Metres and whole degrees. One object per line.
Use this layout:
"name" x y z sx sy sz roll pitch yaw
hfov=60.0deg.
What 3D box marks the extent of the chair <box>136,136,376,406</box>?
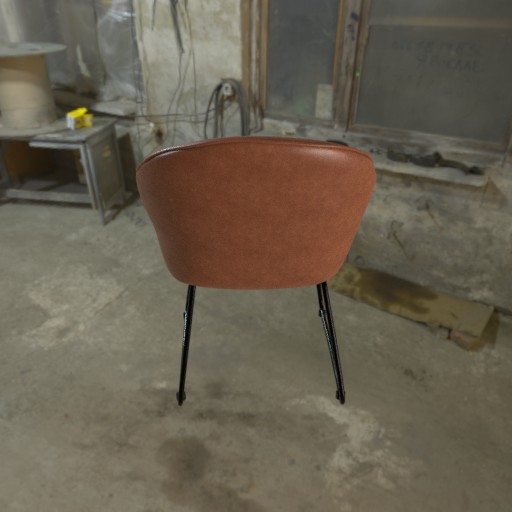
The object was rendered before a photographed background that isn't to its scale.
"chair" 0.000 0.000 1.182 0.582 0.785 0.580 -1 30 -2
